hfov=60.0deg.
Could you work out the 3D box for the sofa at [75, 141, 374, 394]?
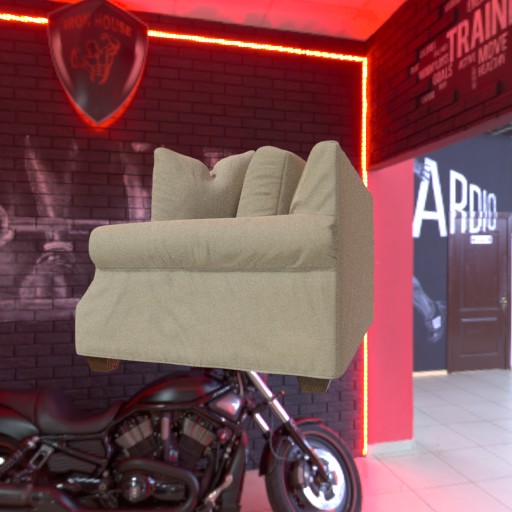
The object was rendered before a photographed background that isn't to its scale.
[{"bbox_3d":[0.000,0.000,2.247,1.070,0.905,1.550,0,0,19],"label":"sofa"}]
